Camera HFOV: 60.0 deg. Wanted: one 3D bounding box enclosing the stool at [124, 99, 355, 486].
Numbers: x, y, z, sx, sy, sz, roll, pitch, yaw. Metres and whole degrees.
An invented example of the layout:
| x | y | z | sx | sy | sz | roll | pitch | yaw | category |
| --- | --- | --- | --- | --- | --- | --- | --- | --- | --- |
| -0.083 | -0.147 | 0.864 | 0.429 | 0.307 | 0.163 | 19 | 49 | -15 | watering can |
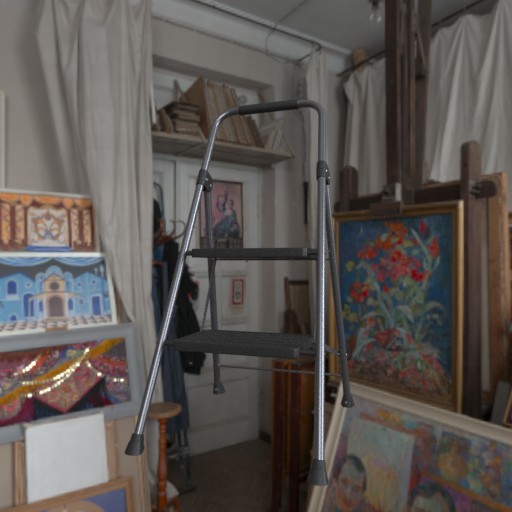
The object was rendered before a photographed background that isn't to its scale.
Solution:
| x | y | z | sx | sy | sz | roll | pitch | yaw | category |
| --- | --- | --- | --- | --- | --- | --- | --- | --- | --- |
| 0.000 | 0.000 | 1.147 | 0.450 | 0.872 | 0.514 | 0 | -1 | 18 | stool |
